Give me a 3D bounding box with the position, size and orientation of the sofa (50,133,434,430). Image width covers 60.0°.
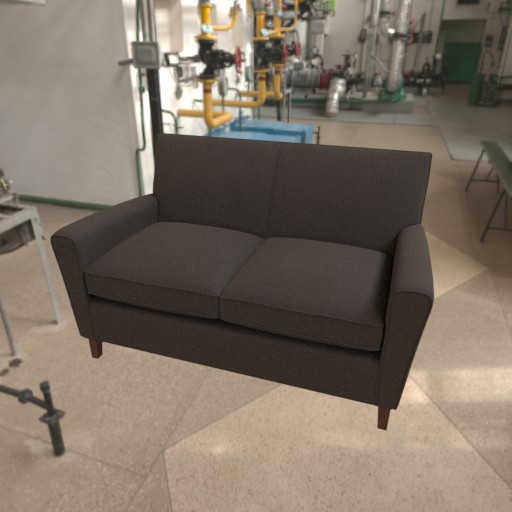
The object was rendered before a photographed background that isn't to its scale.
[{"bbox_3d":[0.000,0.000,1.964,1.420,0.846,0.871,9,28,17],"label":"sofa"}]
